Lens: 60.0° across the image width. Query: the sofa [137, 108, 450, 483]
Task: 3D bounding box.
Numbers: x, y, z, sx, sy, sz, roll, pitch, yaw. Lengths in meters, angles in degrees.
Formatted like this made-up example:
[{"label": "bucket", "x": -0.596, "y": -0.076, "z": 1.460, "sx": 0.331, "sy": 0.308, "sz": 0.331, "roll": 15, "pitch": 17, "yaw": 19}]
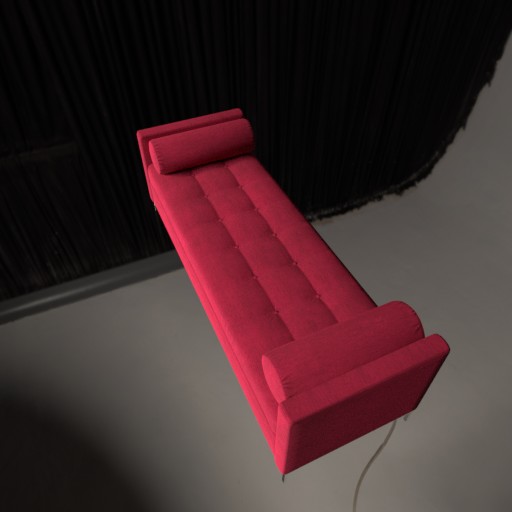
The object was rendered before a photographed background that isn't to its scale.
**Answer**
[{"label": "sofa", "x": 0.000, "y": 0.000, "z": 2.362, "sx": 0.686, "sy": 0.635, "sz": 1.981, "roll": -18, "pitch": 49, "yaw": -17}]
